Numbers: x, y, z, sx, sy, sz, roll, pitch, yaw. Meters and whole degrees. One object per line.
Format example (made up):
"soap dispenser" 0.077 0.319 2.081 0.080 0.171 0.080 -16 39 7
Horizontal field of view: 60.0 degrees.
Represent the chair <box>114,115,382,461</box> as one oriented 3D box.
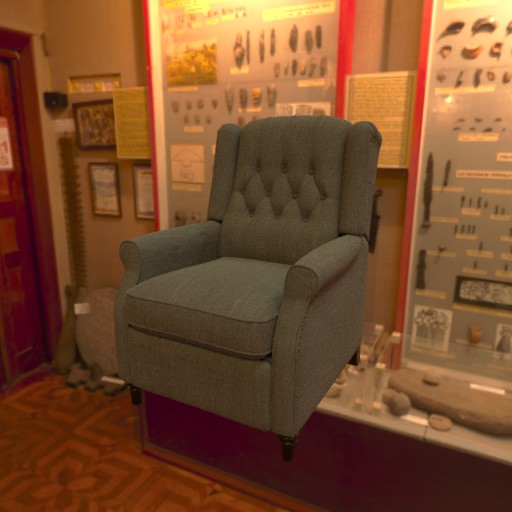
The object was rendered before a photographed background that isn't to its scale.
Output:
"chair" 0.000 0.000 1.659 0.742 1.035 0.898 8 17 28
